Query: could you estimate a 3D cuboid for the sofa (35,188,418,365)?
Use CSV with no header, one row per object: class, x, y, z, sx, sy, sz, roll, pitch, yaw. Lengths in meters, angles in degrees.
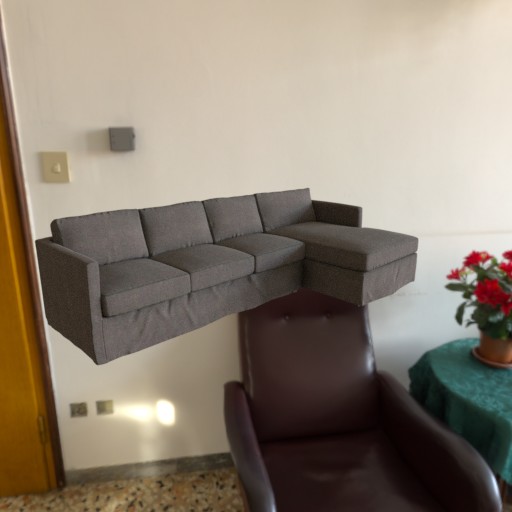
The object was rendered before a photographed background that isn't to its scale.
sofa,0.000,0.000,3.999,3.205,0.922,1.650,-15,21,-43
